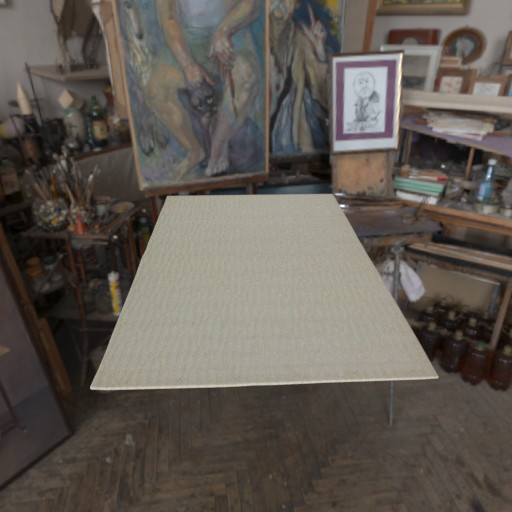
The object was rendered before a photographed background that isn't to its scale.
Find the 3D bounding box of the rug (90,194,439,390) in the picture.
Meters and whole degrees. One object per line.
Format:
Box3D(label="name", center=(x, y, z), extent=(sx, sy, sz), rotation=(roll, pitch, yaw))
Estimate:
Box3D(label="rug", center=(0.000, 0.000, 3.002), extent=(1.531, 0.014, 2.441), rotation=(-1, 27, -2))
